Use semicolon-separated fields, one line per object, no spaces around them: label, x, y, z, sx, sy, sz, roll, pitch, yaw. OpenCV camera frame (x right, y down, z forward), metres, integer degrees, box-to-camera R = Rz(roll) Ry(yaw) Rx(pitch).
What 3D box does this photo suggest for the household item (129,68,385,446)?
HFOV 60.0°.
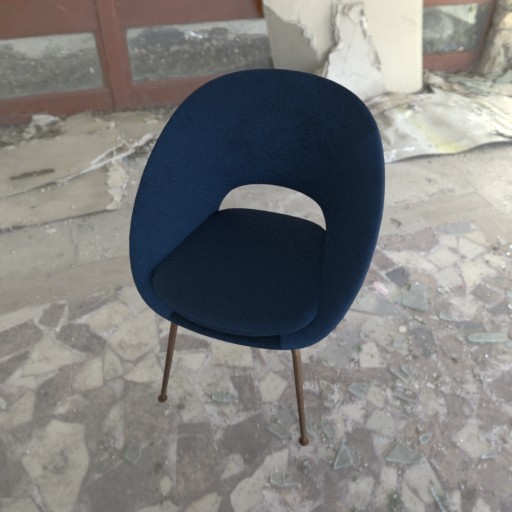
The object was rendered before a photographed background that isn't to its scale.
household item;0.000;0.000;1.243;0.623;0.852;0.573;12;42;14
